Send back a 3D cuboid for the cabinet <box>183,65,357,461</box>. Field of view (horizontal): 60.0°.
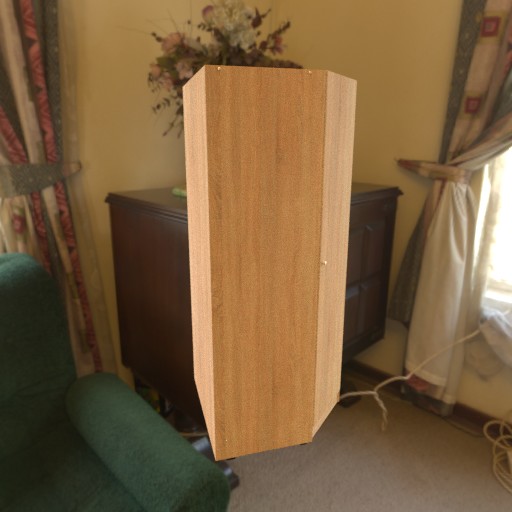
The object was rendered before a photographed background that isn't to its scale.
[{"bbox_3d":[0.000,0.000,2.879,1.094,2.120,1.327,8,17,29],"label":"cabinet"}]
